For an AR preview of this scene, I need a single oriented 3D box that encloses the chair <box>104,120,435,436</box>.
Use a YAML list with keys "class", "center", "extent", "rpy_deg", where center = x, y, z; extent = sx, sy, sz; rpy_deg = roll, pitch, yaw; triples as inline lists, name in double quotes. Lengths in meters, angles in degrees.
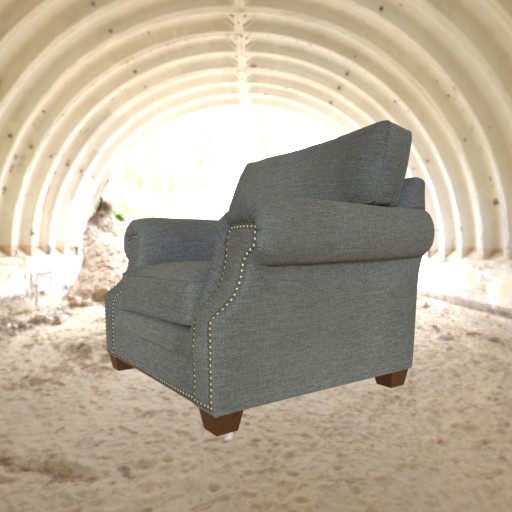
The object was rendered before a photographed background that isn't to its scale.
- class: "chair"
  center: [0.000, 0.000, 1.801]
  extent: [0.965, 0.961, 1.092]
  rpy_deg: [0, 1, -36]
